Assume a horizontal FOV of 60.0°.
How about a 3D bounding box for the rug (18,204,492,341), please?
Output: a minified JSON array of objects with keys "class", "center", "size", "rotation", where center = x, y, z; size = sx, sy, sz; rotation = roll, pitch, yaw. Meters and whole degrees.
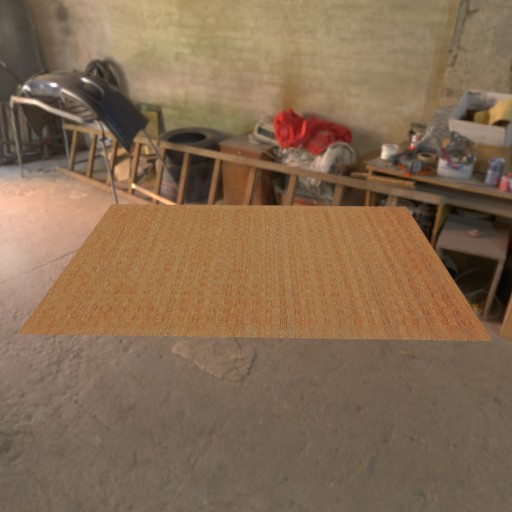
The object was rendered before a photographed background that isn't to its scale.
[{"class":"rug","center":[0.000,0.000,2.790],"size":[2.285,0.006,1.524],"rotation":[1,31,1]}]
